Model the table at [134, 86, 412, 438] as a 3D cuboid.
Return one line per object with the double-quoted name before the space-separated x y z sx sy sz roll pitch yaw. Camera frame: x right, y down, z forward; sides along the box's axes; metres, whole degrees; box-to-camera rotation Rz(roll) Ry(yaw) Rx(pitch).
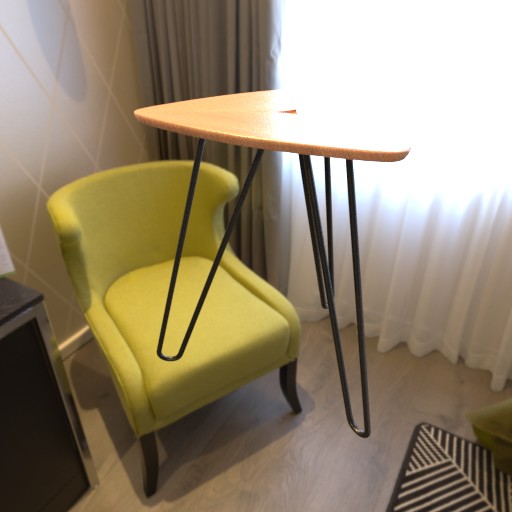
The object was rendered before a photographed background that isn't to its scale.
"table" 0.000 0.000 0.881 0.455 0.564 0.442 0 31 0
